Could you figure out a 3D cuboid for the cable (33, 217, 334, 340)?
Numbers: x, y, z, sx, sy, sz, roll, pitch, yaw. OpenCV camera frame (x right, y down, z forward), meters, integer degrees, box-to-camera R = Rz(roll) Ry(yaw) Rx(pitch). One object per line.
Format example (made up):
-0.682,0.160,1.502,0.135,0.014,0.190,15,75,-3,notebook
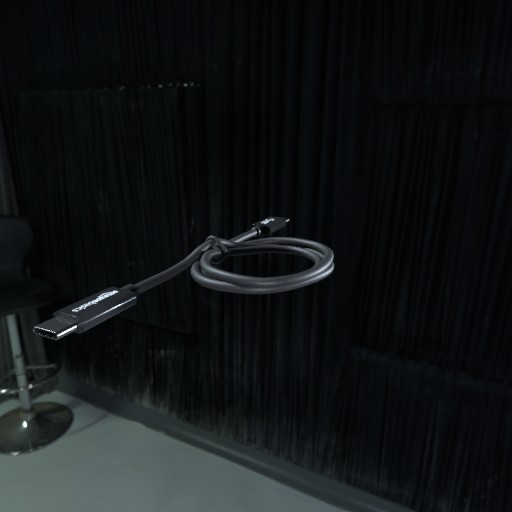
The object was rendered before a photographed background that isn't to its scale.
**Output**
0.000,0.000,0.206,0.070,0.014,0.186,8,19,25,cable
